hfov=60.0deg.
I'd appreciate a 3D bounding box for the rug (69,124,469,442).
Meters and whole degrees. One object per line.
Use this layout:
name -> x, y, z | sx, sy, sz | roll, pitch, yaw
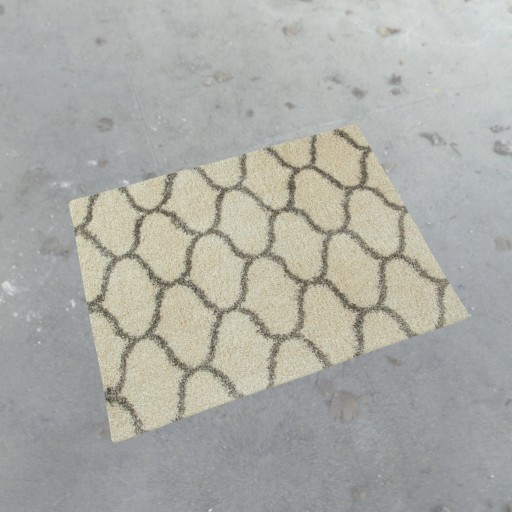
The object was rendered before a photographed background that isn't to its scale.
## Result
rug -> 0.000, 0.000, 2.113 | 1.600, 0.025, 1.200 | -17, 64, -8
